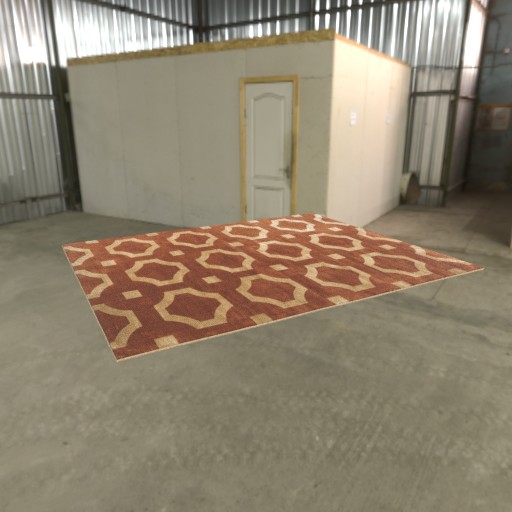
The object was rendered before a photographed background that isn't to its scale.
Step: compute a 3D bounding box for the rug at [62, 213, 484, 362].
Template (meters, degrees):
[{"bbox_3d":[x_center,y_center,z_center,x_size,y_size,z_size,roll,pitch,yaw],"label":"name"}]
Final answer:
[{"bbox_3d":[0.000,0.000,4.070,3.049,0.021,2.466,-10,20,-27],"label":"rug"}]
